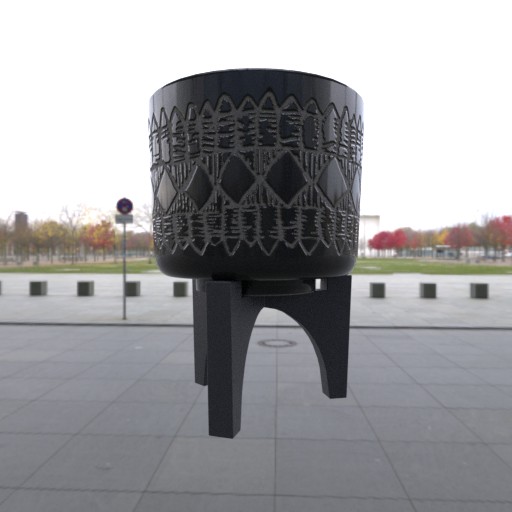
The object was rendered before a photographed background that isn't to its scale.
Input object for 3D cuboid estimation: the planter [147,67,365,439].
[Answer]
[{"bbox_3d":[0.000,0.000,0.271,0.129,0.177,0.129,0,0,0],"label":"planter"}]
